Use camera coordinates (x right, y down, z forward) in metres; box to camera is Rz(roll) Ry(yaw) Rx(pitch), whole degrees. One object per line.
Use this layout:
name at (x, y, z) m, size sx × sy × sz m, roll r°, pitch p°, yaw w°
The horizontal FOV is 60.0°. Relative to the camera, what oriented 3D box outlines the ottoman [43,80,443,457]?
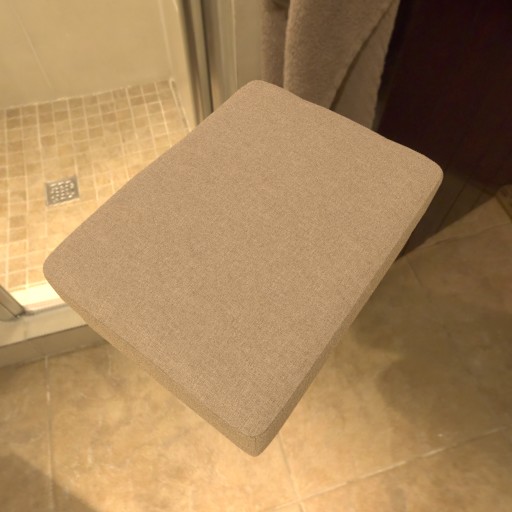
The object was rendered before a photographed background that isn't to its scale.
ottoman at (0.000, 0.000, 1.302) m, size 0.677 × 0.519 × 0.898 m, roll 32°, pitch 64°, yaw 18°
